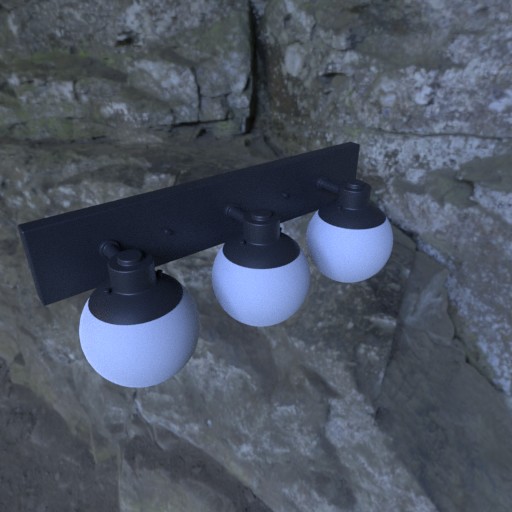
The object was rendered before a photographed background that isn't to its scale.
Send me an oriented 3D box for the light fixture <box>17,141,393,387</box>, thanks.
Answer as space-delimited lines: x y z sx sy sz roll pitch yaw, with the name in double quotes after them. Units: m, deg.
0.000 0.000 0.833 0.721 0.263 0.218 -21 36 -32 "light fixture"
